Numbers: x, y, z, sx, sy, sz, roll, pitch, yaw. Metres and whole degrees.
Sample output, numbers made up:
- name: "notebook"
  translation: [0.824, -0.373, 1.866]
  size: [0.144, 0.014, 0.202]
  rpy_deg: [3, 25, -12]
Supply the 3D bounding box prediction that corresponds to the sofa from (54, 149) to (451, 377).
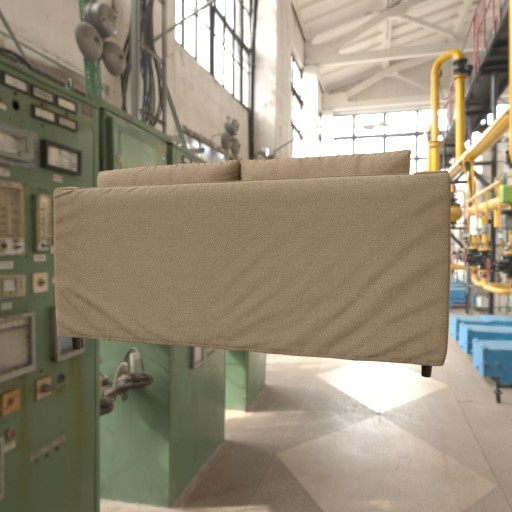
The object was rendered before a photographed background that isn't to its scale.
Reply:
- name: "sofa"
  translation: [0.000, 0.000, 2.612]
  size: [2.010, 1.018, 1.072]
  rpy_deg: [0, 1, 17]
